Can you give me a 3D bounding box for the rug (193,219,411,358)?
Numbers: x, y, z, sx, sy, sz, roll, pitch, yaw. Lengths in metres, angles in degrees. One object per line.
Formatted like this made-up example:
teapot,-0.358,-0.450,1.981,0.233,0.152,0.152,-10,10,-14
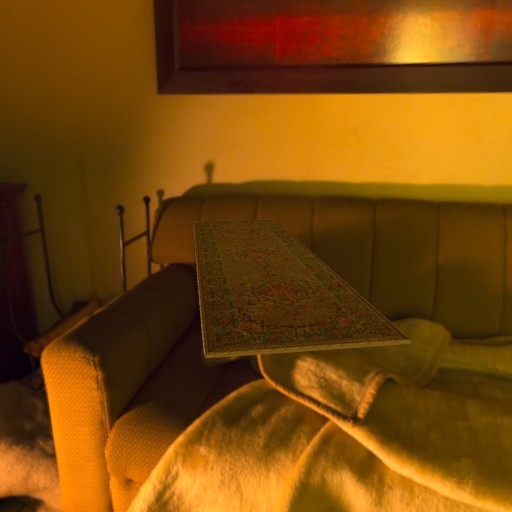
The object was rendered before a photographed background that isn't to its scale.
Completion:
rug,0.000,0.000,2.460,0.659,0.019,2.297,-2,15,-8
